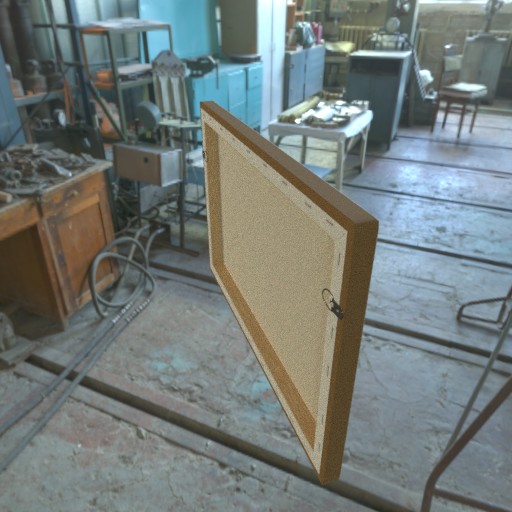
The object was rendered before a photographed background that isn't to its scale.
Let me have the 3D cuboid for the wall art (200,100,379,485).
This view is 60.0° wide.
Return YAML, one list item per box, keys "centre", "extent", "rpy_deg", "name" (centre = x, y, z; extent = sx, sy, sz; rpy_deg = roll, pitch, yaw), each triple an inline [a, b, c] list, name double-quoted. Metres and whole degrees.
- centre: [0.000, 0.000, 0.478]
  extent: [0.019, 0.254, 0.380]
  rpy_deg: [-10, 32, -17]
  name: "wall art"
